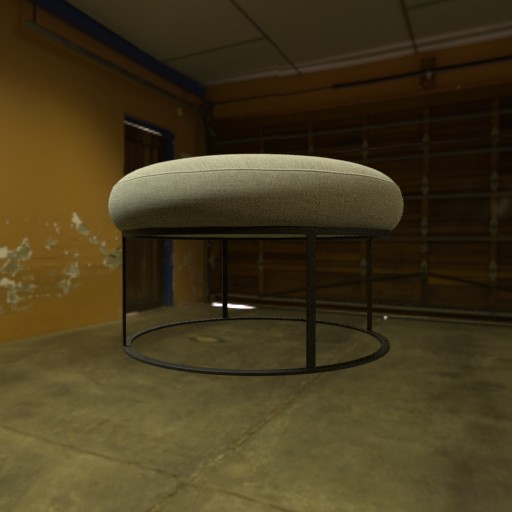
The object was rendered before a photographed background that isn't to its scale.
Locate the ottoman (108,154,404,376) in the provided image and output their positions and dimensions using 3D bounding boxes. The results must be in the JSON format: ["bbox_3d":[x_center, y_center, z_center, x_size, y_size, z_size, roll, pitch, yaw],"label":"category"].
[{"bbox_3d":[0.000,0.000,1.219,0.769,0.459,0.769,0,1,0],"label":"ottoman"}]
